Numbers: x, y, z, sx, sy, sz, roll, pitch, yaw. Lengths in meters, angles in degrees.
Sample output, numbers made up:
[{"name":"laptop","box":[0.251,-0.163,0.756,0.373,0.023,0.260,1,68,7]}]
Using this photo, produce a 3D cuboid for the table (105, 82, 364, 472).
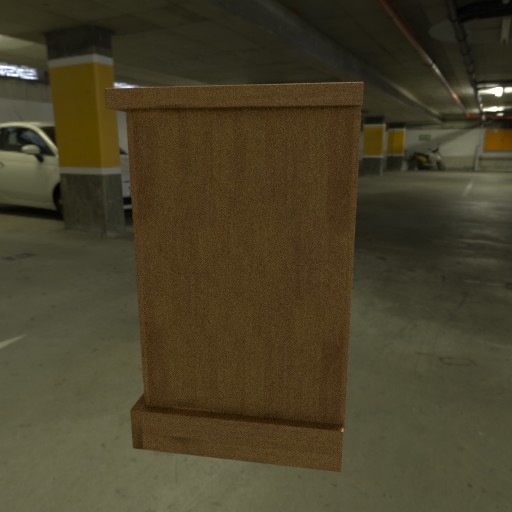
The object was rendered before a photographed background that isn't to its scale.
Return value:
[{"name":"table","box":[0.000,0.000,1.241,0.500,0.813,0.660,2,14,9]}]
